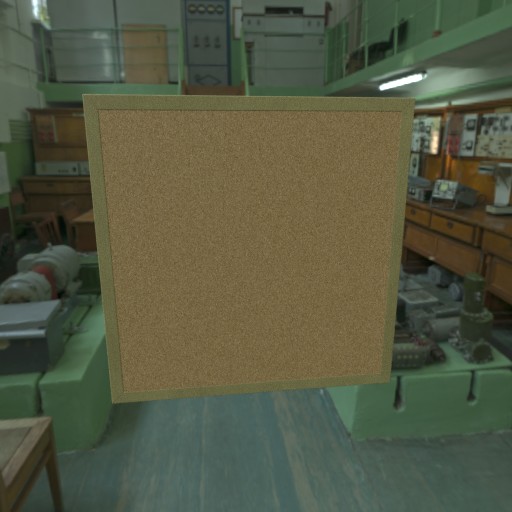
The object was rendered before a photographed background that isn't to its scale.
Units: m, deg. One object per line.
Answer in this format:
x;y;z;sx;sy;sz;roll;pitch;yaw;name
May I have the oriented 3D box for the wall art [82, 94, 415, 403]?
0.000;0.000;1.125;0.763;0.763;0.037;-2;15;-7;wall art
